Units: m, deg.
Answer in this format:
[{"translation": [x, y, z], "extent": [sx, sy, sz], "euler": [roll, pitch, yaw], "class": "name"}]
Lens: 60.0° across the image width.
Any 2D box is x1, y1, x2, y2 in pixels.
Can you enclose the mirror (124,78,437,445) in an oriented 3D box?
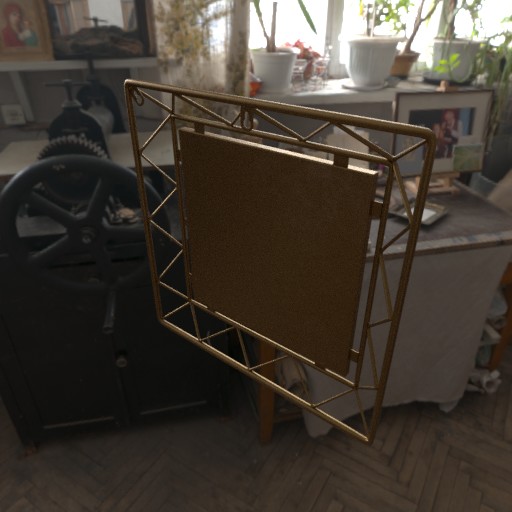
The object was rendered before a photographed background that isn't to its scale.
[{"translation": [0.000, 0.000, 0.595], "extent": [0.416, 0.414, 0.046], "euler": [22, 37, 32], "class": "mirror"}]
